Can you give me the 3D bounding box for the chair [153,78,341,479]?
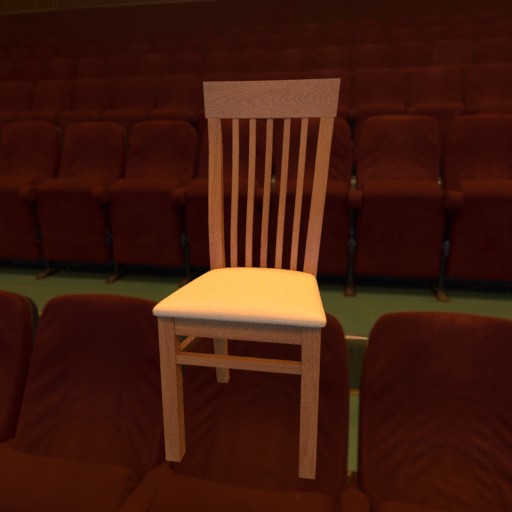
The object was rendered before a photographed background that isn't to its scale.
[{"bbox_3d":[0.000,0.000,1.321,0.450,1.050,0.580,3,14,10],"label":"chair"}]
